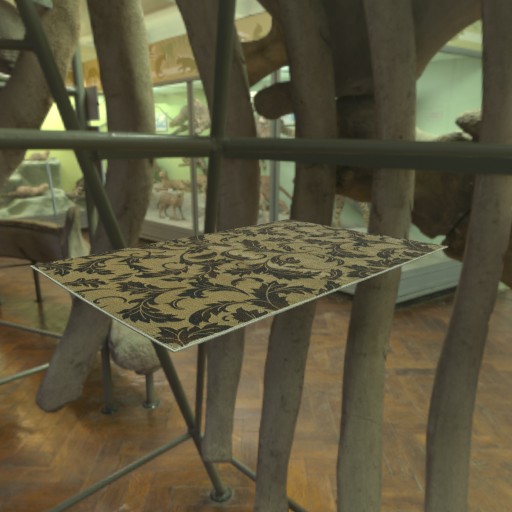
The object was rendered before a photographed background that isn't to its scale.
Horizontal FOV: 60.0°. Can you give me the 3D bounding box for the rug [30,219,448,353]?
[{"bbox_3d":[0.000,0.000,2.850,2.284,0.008,1.522,-14,20,-42],"label":"rug"}]
